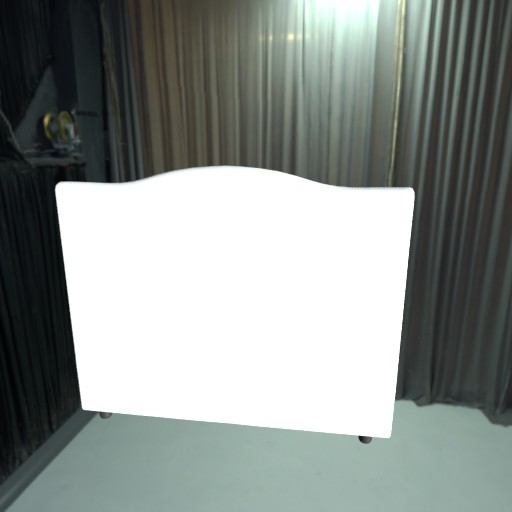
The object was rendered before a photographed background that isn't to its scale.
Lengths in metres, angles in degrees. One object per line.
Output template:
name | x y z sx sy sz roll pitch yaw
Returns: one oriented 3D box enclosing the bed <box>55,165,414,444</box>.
bed | 0.000 0.000 3.277 1.753 1.460 2.143 2 16 8
